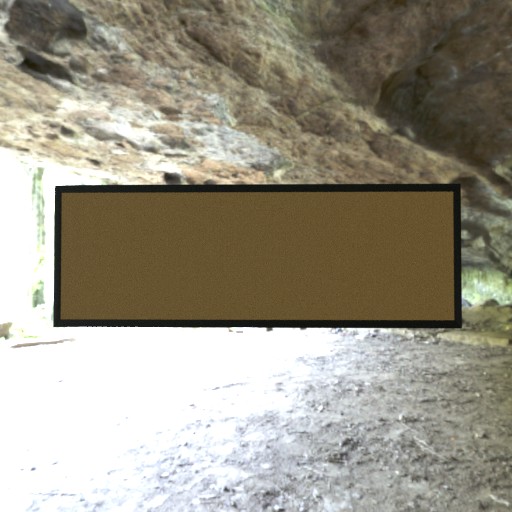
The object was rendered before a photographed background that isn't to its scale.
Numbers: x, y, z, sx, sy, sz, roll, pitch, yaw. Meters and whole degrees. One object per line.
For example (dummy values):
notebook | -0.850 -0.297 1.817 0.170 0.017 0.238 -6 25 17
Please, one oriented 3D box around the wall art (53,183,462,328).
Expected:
wall art | 0.000 0.000 0.953 0.860 0.303 0.037 0 -1 1
